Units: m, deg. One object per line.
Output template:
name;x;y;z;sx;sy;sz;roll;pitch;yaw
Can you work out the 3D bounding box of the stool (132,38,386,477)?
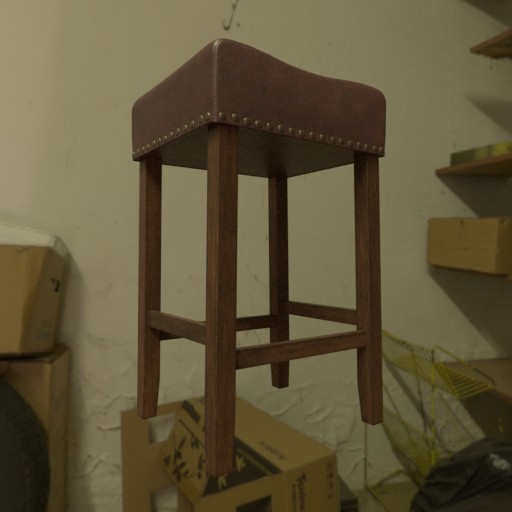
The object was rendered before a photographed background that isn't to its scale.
stool;0.000;0.000;1.044;0.465;0.769;0.401;0;0;-36
